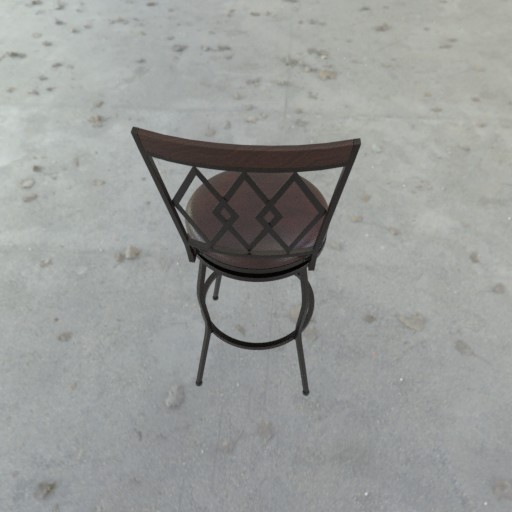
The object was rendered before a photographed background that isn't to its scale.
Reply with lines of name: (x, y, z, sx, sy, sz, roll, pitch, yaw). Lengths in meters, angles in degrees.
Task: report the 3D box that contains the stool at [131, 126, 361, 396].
stool: (0.000, 0.000, 1.362, 0.432, 1.134, 0.521, 4, 48, 4)
